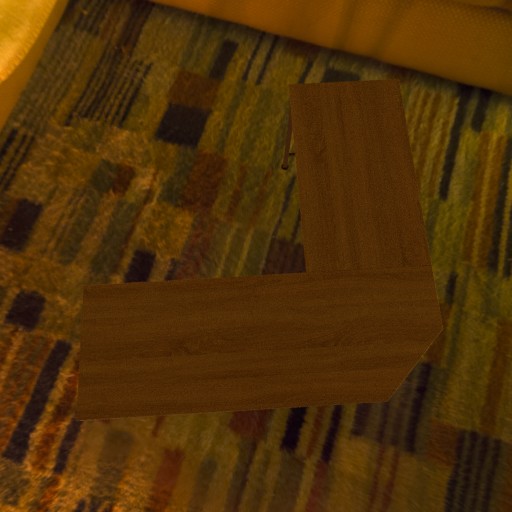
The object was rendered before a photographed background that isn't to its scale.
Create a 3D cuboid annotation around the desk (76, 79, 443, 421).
[{"bbox_3d":[0.000,0.000,2.158,1.379,0.739,1.379,-3,74,-1],"label":"desk"}]
